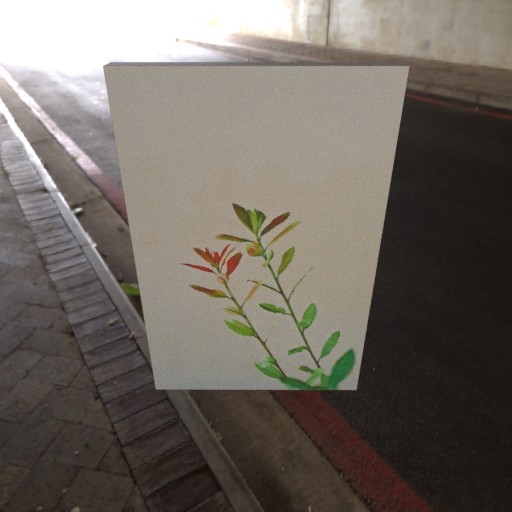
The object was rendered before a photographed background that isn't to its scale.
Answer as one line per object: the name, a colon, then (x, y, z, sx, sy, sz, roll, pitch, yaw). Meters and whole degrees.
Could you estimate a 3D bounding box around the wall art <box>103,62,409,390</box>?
wall art: (0.000, 0.000, 0.762, 0.408, 0.611, 0.038, 0, 31, 0)
